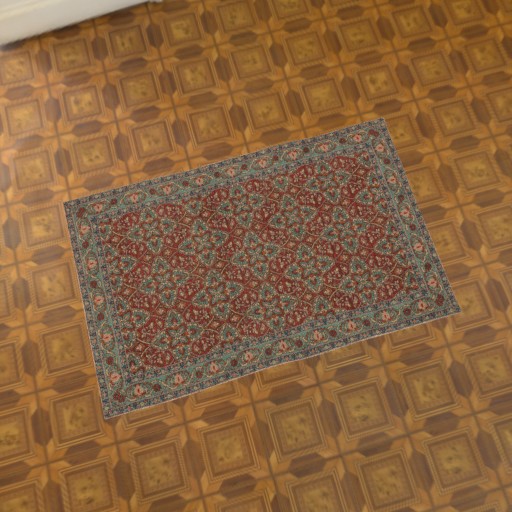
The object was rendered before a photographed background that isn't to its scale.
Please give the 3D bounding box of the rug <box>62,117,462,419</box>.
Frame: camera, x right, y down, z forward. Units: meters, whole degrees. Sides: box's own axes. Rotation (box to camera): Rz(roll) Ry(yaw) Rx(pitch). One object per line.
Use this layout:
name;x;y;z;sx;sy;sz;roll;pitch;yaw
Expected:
rug;0.000;0.000;3.072;2.439;0.011;1.533;-16;77;-4
